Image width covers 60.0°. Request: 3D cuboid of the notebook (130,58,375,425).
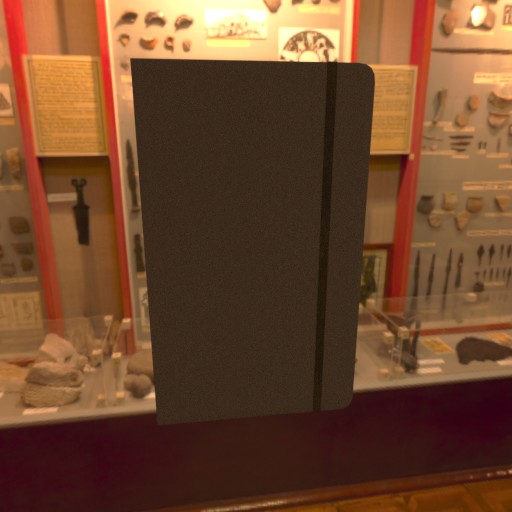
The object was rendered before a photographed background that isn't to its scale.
[{"bbox_3d":[0.000,0.000,0.263,0.127,0.213,0.016,-2,17,-8],"label":"notebook"}]
